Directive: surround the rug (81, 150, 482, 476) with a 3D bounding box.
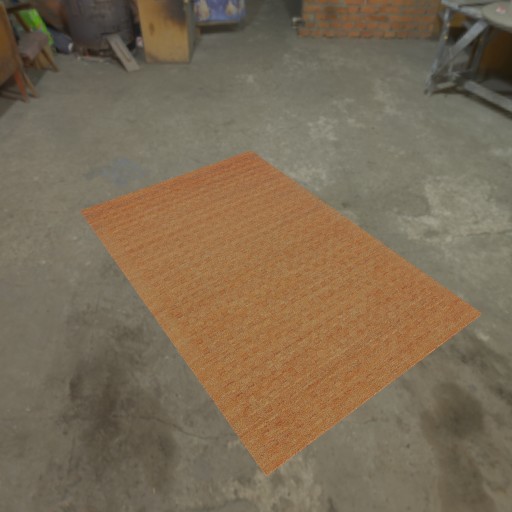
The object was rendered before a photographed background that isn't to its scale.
[{"bbox_3d":[0.000,0.000,2.880,1.524,0.006,2.285,-26,48,-25],"label":"rug"}]
